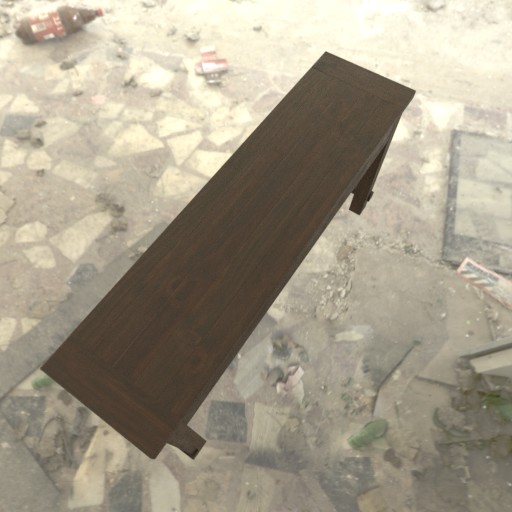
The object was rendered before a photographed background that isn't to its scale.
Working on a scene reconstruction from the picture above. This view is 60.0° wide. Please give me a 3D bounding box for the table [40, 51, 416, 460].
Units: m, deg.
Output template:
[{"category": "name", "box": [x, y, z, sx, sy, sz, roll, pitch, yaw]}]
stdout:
[{"category": "table", "box": [0.000, 0.000, 1.834, 0.442, 0.762, 1.599, 31, 67, 15]}]
